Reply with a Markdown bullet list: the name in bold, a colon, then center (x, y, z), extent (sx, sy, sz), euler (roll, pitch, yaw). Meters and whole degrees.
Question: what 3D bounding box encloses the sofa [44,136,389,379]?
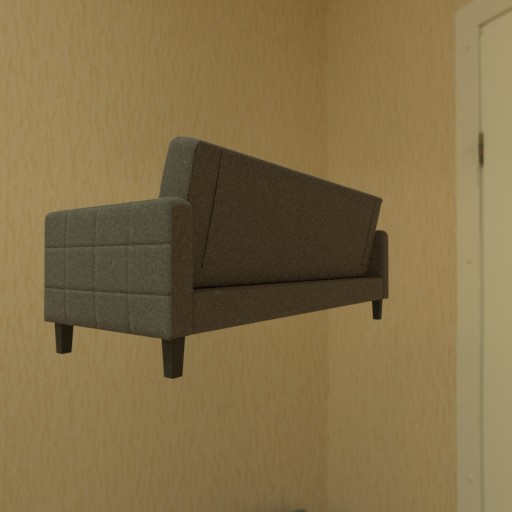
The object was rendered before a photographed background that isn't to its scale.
- **sofa**: center (0.000, 0.000, 2.476), extent (0.810, 0.850, 2.040), euler (-1, -1, 36)
